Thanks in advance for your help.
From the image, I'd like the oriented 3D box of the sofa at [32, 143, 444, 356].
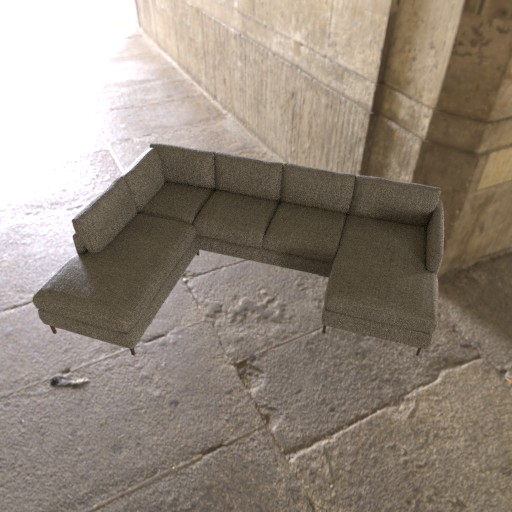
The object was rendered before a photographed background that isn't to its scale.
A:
[{"bbox_3d":[0.000,0.000,3.451,2.737,0.756,1.879,12,43,13],"label":"sofa"}]
